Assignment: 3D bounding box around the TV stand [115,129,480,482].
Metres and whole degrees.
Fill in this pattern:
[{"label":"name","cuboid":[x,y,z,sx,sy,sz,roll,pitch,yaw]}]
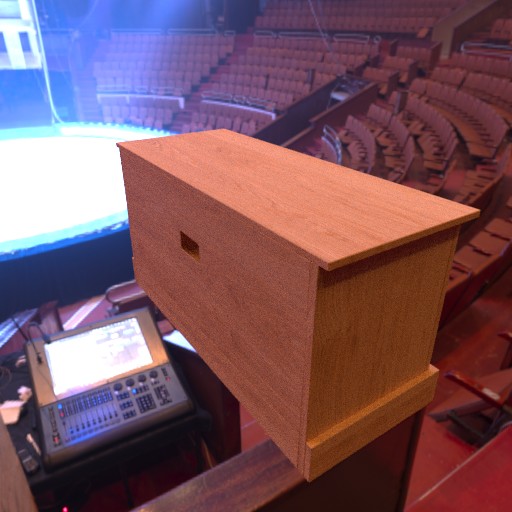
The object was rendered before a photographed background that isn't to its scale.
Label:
[{"label":"TV stand","cuboid":[0.000,0.000,1.360,0.440,0.550,1.080,-17,31,-30]}]
